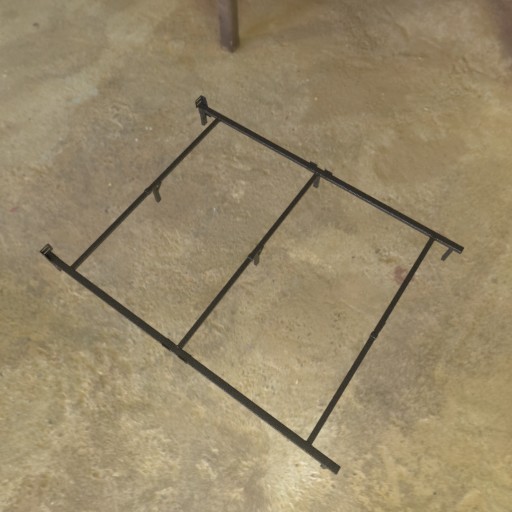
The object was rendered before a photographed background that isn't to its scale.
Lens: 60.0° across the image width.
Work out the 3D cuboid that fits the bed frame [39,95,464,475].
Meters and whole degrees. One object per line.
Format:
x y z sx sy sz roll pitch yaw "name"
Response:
0.000 0.000 2.667 1.990 0.248 1.498 32 68 15 "bed frame"
